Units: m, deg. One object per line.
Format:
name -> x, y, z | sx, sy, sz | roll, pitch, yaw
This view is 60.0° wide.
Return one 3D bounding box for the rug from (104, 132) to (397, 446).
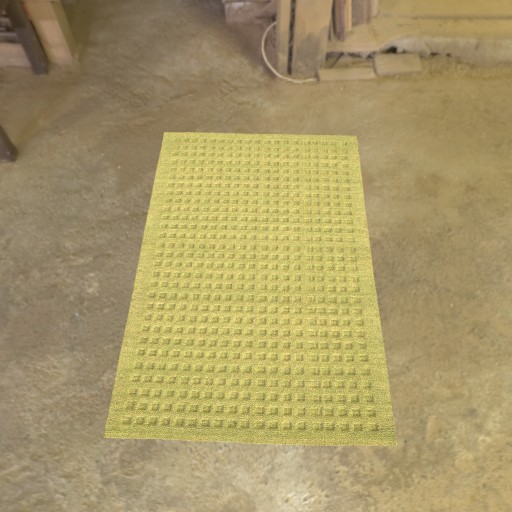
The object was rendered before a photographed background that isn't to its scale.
rug -> 0.000, 0.000, 2.909 | 1.529, 0.007, 2.297 | 1, 58, 1
